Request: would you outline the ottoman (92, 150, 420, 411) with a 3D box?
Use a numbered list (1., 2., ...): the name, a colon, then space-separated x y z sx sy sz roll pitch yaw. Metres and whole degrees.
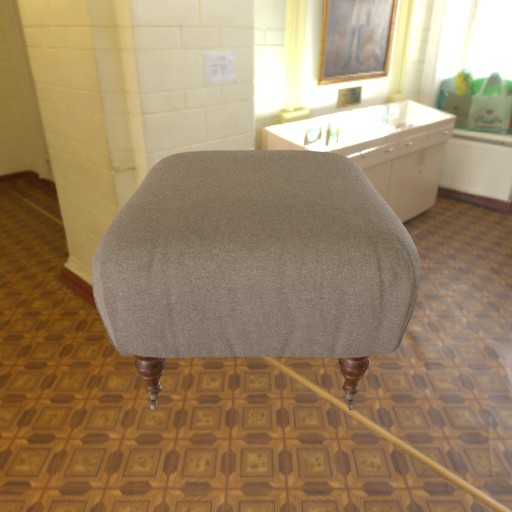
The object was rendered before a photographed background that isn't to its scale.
1. ottoman: 0.000 0.000 1.151 0.622 0.450 0.747 0 27 0
